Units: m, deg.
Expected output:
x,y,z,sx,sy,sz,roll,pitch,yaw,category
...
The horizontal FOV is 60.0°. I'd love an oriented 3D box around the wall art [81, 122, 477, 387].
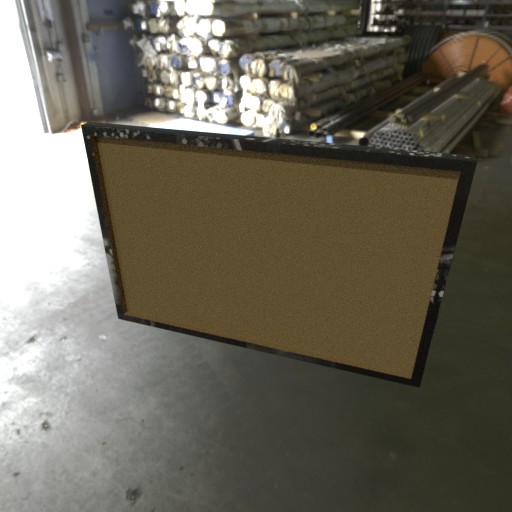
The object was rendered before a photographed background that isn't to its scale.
x,y,z,sx,sy,sz,roll,pitch,yaw,category
0.000,0.000,1.147,0.914,0.609,0.038,9,31,16,wall art
